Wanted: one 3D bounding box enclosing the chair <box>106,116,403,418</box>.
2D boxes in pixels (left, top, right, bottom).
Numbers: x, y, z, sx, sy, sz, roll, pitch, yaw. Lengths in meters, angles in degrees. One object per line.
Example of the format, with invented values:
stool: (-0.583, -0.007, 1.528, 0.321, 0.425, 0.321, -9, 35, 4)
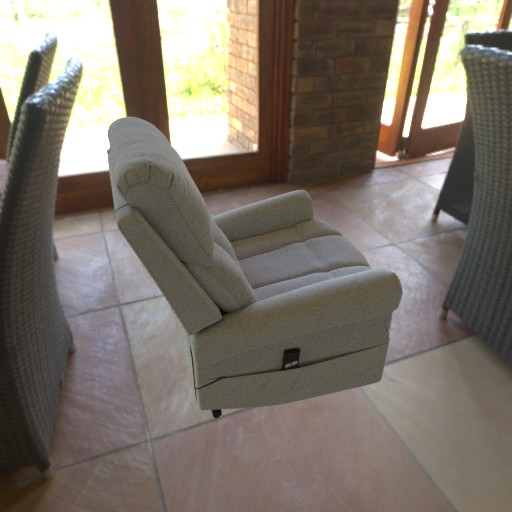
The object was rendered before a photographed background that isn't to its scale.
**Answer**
chair: (0.000, 0.000, 1.744, 0.979, 1.031, 0.871, -10, 33, -16)
